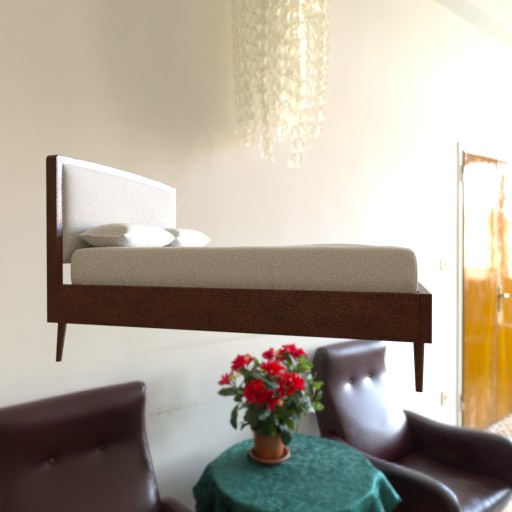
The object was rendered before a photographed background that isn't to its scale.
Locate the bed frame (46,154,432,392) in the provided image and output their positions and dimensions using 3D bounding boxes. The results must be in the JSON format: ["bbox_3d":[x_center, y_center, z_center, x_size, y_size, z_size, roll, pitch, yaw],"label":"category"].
[{"bbox_3d":[0.000,0.000,3.128,2.171,1.279,1.587,0,1,16],"label":"bed frame"}]
